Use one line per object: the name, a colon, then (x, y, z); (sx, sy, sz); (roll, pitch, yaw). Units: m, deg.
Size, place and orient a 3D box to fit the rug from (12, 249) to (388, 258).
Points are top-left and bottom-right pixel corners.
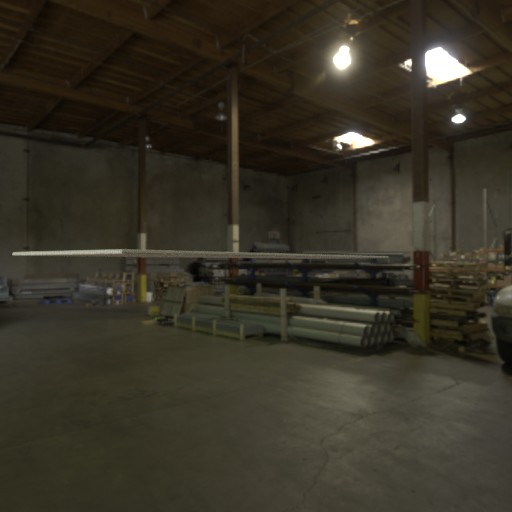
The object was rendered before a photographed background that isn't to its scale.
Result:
rug: (0.000, 0.000, 2.430); (0.678, 0.014, 2.276); (-1, -1, 36)
